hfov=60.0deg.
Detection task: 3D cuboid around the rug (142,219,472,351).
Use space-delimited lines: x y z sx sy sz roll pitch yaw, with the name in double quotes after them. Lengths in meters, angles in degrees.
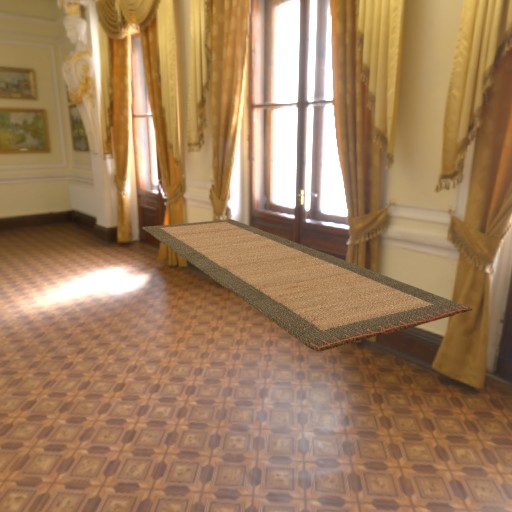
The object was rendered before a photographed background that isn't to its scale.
0.000 0.000 2.718 0.810 0.016 2.413 -8 17 -27 "rug"
